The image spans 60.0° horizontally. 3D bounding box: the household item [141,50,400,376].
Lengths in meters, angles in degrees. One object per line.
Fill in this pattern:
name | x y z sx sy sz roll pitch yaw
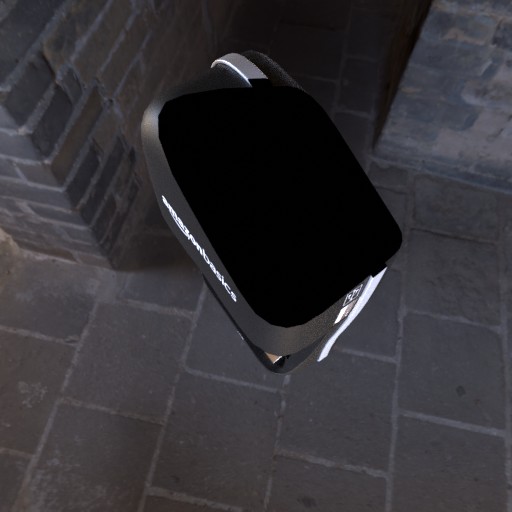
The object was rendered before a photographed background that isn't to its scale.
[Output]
household item | 0.000 0.000 0.144 0.038 0.114 0.070 -32 69 -14
